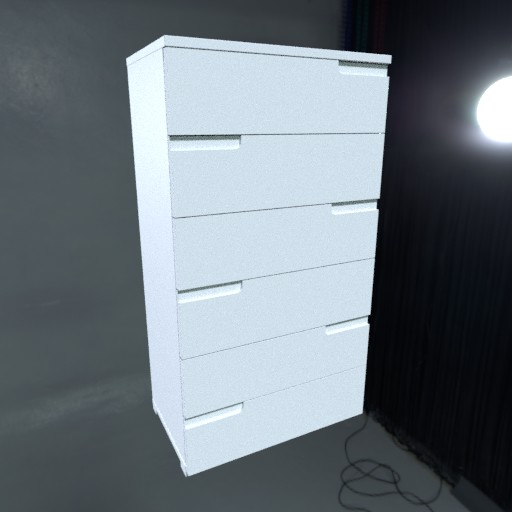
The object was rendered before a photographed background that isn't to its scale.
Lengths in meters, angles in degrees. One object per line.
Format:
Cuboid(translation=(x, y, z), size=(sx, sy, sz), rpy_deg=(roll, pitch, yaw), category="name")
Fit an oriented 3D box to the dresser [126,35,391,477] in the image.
Cuboid(translation=(0.000, 0.000, 1.440), size=(0.650, 1.190, 0.400), rpy_deg=(-8, 18, -26), category="dresser")
